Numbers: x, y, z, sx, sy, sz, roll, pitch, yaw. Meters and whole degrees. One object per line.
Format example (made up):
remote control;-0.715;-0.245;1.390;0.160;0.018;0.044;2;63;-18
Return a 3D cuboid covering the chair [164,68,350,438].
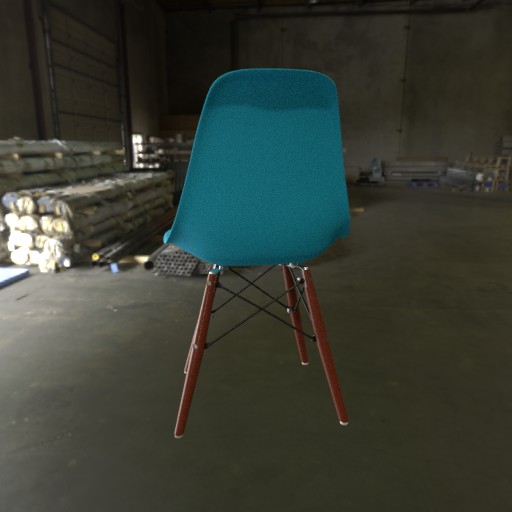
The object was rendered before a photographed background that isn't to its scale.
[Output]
chair;0.000;0.000;1.151;0.470;0.826;0.533;-2;14;-9
